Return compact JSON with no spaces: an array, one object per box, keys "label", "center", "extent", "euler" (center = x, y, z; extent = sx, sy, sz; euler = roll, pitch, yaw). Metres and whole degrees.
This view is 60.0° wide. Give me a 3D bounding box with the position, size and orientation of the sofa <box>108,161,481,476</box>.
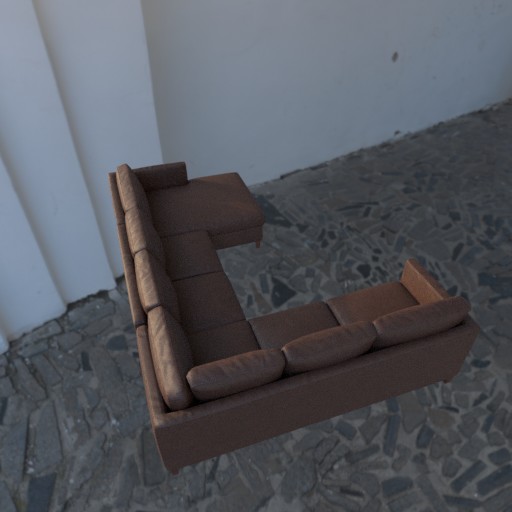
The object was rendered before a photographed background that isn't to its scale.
[{"label":"sofa","center":[0.000,0.000,4.535],"extent":[2.593,0.923,3.460],"euler":[-13,42,-14]}]
